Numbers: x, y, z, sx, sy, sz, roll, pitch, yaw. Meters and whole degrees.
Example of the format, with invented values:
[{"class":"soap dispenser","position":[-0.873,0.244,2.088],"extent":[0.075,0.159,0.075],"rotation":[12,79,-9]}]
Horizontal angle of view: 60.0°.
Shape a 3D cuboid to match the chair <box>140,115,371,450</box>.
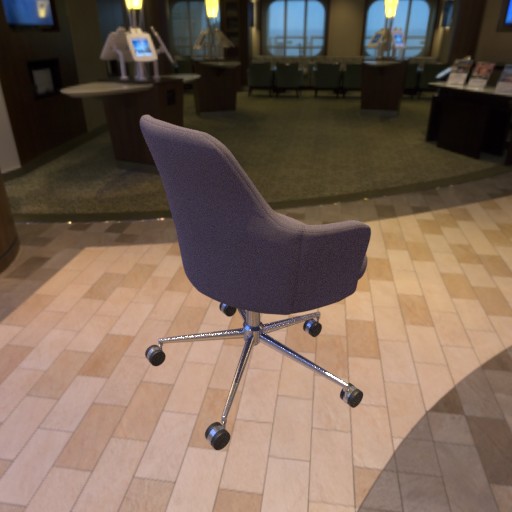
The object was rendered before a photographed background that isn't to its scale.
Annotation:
[{"class":"chair","position":[0.000,0.000,1.293],"extent":[0.600,0.820,0.655],"rotation":[-19,33,-33]}]
